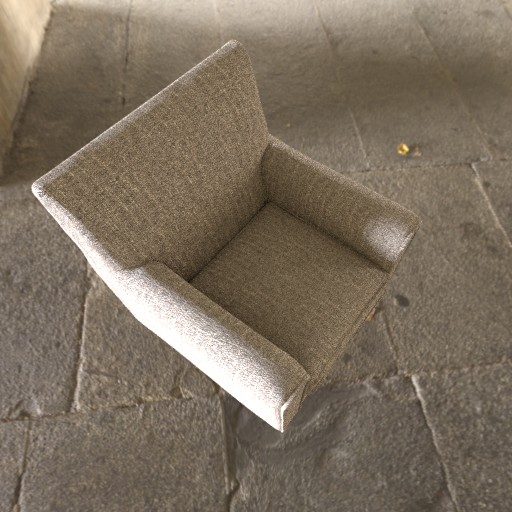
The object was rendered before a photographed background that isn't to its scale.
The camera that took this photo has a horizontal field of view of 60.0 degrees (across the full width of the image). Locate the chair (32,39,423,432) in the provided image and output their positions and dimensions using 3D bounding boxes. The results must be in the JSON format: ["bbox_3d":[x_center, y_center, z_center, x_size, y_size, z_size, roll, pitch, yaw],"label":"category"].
[{"bbox_3d":[0.000,0.000,1.602,0.873,0.928,0.864,34,64,19],"label":"chair"}]
